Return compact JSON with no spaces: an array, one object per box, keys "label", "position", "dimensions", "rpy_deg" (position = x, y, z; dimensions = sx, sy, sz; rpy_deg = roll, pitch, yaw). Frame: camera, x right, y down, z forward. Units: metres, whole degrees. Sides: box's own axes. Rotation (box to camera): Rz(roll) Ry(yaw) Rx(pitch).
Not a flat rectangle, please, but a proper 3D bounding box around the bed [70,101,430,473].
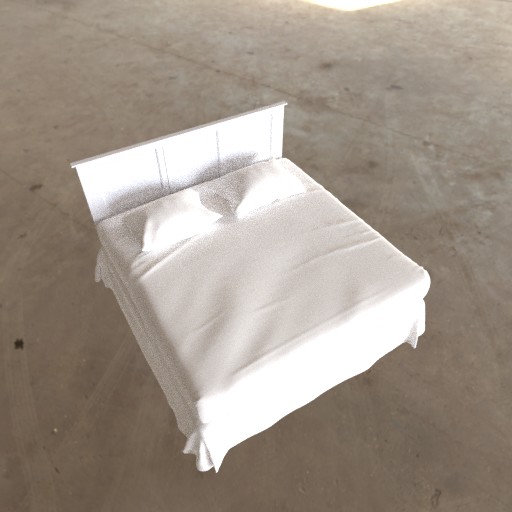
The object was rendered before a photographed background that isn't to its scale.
[{"label":"bed","position":[0.000,0.000,3.599],"dimensions":[2.317,1.273,2.215],"rpy_deg":[-24,50,-22]}]
